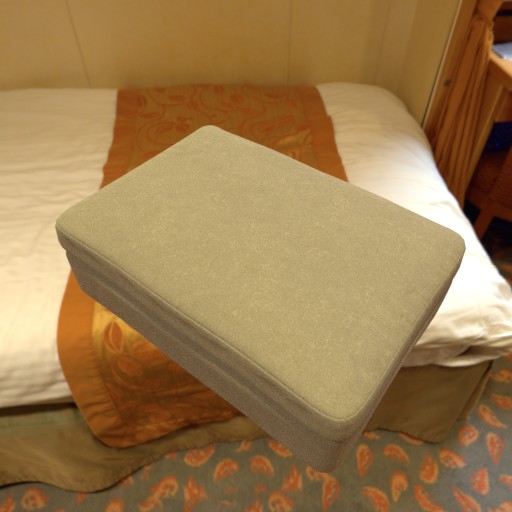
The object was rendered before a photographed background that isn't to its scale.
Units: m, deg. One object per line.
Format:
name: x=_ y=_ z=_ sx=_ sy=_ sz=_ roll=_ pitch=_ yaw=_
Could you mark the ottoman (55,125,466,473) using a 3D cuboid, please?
ottoman: x=0.000 y=0.000 z=1.583 sx=1.199 sy=0.429 sz=0.840 roll=30 pitch=53 yaw=25
